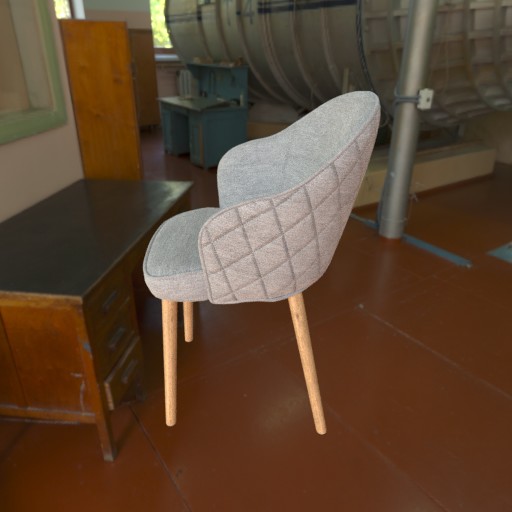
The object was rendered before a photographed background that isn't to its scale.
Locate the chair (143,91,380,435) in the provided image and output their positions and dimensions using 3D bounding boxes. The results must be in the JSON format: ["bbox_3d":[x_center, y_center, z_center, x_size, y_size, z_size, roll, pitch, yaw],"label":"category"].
[{"bbox_3d":[0.000,0.000,1.149,0.530,0.800,0.540,0,26,0],"label":"chair"}]
